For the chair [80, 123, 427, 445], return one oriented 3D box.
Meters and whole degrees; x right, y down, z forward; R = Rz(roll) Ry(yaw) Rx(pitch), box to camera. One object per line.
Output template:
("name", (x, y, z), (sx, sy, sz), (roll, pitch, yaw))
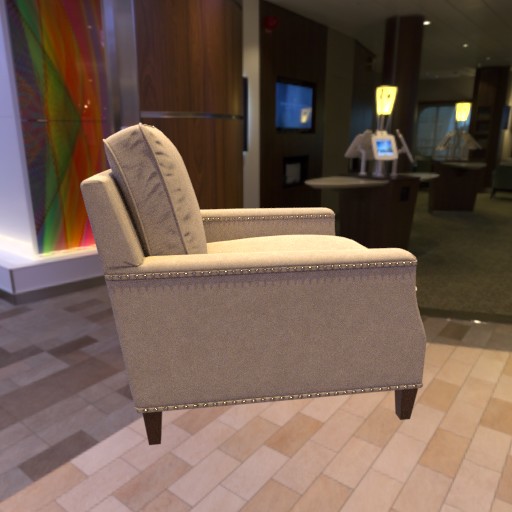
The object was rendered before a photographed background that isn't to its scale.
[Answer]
("chair", (0.000, 0.000, 1.659), (1.014, 0.943, 0.853), (-2, 16, -8))
